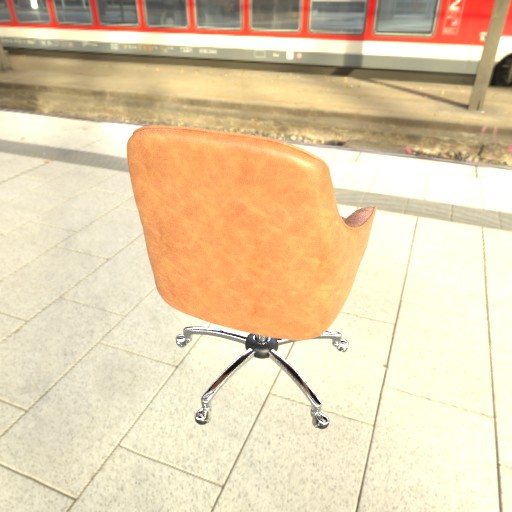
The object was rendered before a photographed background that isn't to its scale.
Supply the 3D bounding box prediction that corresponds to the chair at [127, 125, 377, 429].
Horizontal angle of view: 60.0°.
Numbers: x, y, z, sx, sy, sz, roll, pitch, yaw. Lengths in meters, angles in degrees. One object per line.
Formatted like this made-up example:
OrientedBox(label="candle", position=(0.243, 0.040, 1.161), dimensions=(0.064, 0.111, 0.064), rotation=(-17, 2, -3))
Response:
OrientedBox(label="chair", position=(0.000, 0.000, 1.317), dimensions=(0.628, 0.909, 0.615), rotation=(11, 34, 17))
